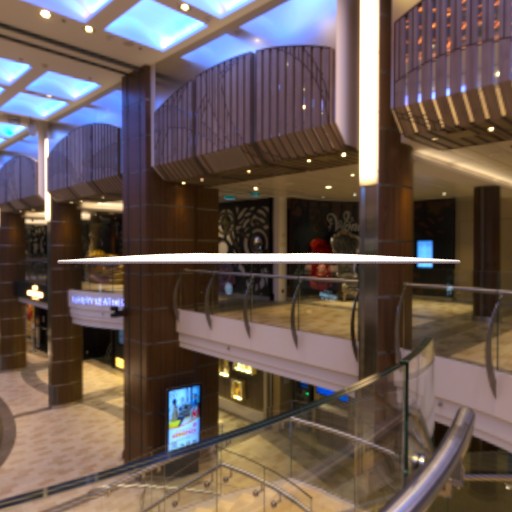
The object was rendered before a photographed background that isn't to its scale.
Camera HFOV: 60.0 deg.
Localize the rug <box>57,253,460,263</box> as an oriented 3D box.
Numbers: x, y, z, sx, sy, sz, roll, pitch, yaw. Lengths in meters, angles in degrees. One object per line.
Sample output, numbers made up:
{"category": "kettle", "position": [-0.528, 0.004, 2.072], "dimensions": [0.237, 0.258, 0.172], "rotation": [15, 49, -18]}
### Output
{"category": "rug", "position": [0.000, 0.000, 3.074], "dimensions": [1.706, 0.026, 2.438], "rotation": [0, 1, -1]}
